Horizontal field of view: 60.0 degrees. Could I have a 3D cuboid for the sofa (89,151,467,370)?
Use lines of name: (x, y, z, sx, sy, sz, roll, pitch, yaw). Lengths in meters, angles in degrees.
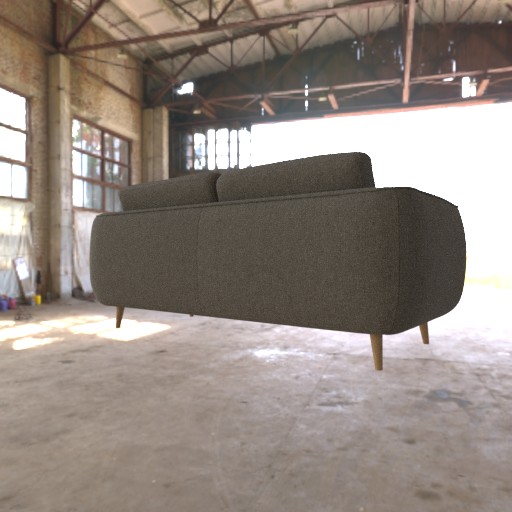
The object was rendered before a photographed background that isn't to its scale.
sofa: (0.000, 0.000, 2.439, 2.000, 0.870, 0.920, 0, 0, 37)
